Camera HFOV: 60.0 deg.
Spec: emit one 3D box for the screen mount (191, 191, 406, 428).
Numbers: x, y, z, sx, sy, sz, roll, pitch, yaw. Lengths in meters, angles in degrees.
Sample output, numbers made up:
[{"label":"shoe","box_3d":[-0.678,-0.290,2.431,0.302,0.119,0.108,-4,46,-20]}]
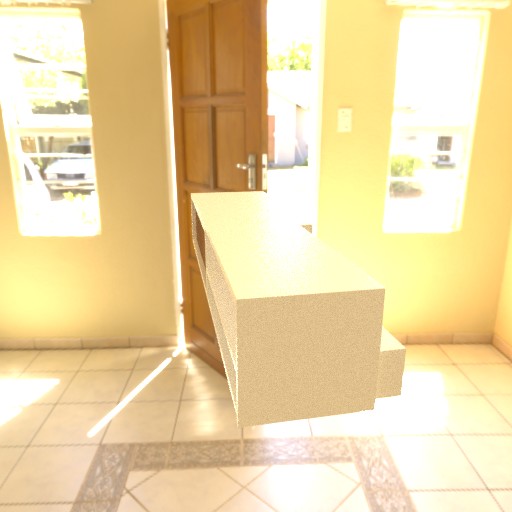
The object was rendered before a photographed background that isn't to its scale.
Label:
[{"label":"screen mount","box_3d":[0.000,0.000,1.810,0.420,0.320,1.680,-3,17,-11]}]
